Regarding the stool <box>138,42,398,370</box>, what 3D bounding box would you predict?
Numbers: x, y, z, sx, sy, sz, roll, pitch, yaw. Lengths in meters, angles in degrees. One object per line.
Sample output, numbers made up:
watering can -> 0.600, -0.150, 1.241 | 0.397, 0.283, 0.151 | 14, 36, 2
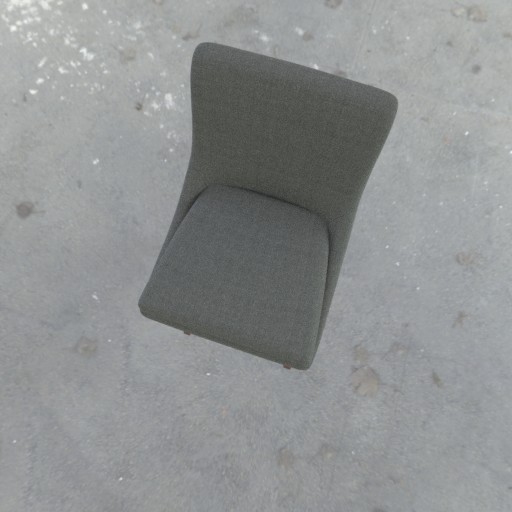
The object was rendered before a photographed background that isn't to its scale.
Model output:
stool -> 0.000, 0.000, 1.232 | 0.447, 0.977, 0.524 | 18, 75, 5
